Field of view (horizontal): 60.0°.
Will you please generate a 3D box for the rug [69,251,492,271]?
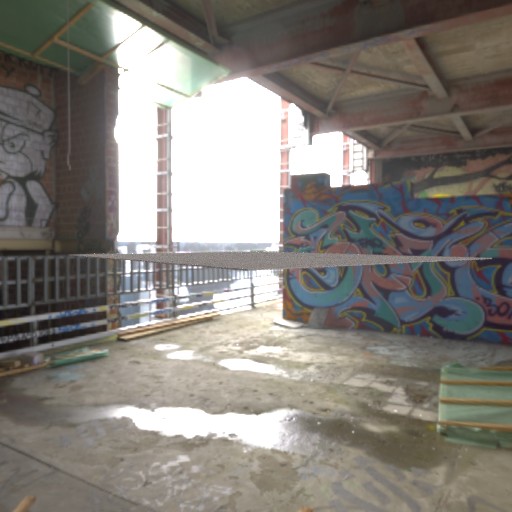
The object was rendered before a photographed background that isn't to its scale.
[{"bbox_3d":[0.000,0.000,4.019,2.448,0.021,3.051,-1,2,-37],"label":"rug"}]
